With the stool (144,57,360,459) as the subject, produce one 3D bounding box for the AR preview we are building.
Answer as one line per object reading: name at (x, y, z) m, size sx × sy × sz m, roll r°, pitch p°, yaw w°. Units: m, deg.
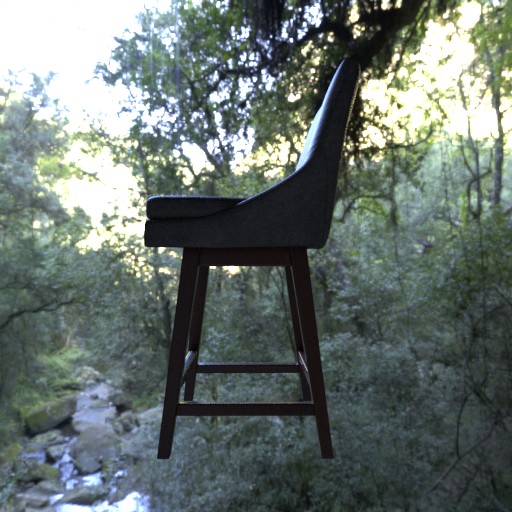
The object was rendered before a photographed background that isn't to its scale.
stool at (0.000, 0.000, 1.379) m, size 0.587 × 1.046 × 0.492 m, roll 0°, pitch 1°, yaw 0°
